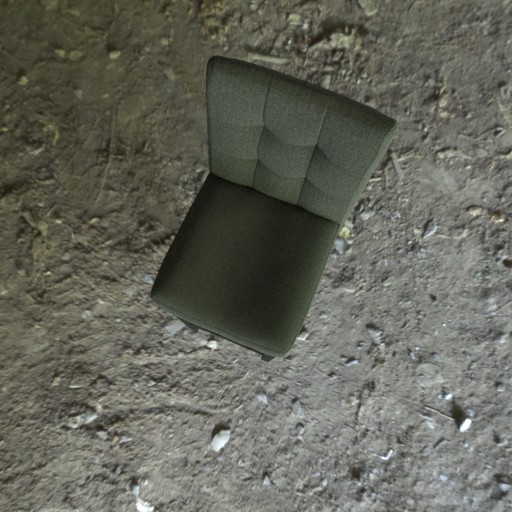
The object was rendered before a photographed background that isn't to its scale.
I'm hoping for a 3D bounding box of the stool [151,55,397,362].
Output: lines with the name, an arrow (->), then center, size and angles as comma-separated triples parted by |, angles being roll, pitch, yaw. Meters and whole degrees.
stool -> 0.000, 0.000, 1.336 | 0.411, 1.047, 0.548 | 22, 78, 5
